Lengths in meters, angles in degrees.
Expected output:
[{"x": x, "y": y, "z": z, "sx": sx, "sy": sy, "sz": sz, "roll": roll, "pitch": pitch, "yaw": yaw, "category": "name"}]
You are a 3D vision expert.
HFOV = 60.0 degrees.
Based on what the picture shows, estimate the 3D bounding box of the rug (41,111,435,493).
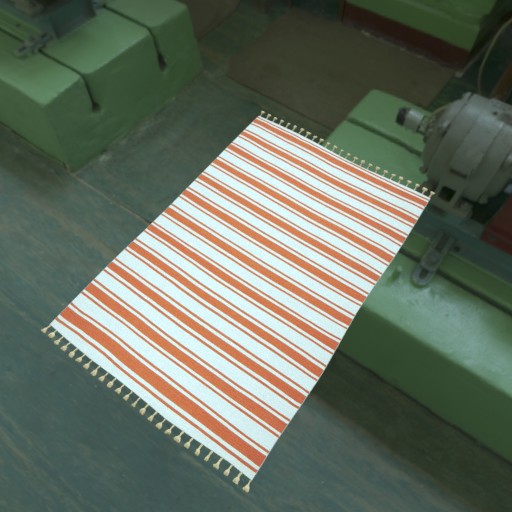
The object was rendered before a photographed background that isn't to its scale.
[{"x": 0.000, "y": 0.000, "z": 3.006, "sx": 1.556, "sy": 0.022, "sz": 2.433, "roll": 31, "pitch": 64, "yaw": 17, "category": "rug"}]
